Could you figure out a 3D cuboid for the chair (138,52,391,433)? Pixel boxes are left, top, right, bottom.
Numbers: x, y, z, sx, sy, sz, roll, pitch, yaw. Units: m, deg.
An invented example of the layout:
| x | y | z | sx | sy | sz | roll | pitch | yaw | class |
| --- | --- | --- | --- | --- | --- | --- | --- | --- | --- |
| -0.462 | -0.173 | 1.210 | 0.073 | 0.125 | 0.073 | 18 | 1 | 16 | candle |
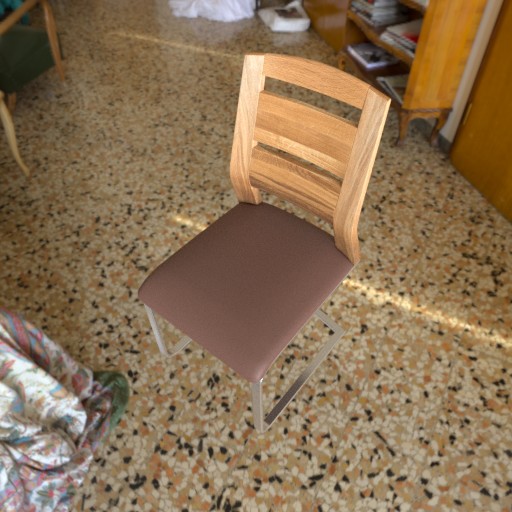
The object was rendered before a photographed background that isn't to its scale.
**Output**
| x | y | z | sx | sy | sz | roll | pitch | yaw | class |
| --- | --- | --- | --- | --- | --- | --- | --- | --- | --- |
| 0.000 | 0.000 | 1.296 | 0.460 | 0.970 | 0.570 | 30 | 53 | 26 | chair |
